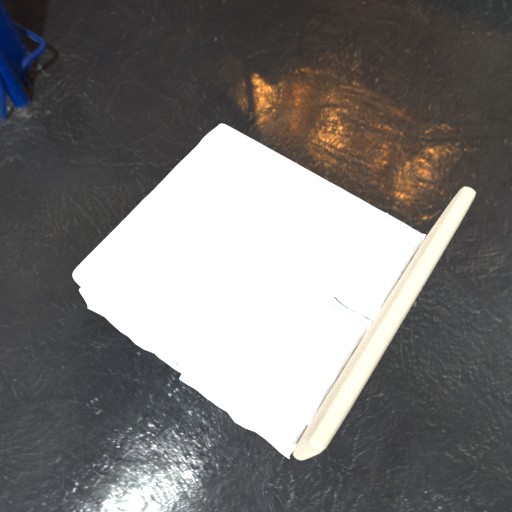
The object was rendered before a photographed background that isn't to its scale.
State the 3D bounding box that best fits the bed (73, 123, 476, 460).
[{"bbox_3d":[0.000,0.000,3.539,2.319,1.317,2.119,33,68,15],"label":"bed"}]
